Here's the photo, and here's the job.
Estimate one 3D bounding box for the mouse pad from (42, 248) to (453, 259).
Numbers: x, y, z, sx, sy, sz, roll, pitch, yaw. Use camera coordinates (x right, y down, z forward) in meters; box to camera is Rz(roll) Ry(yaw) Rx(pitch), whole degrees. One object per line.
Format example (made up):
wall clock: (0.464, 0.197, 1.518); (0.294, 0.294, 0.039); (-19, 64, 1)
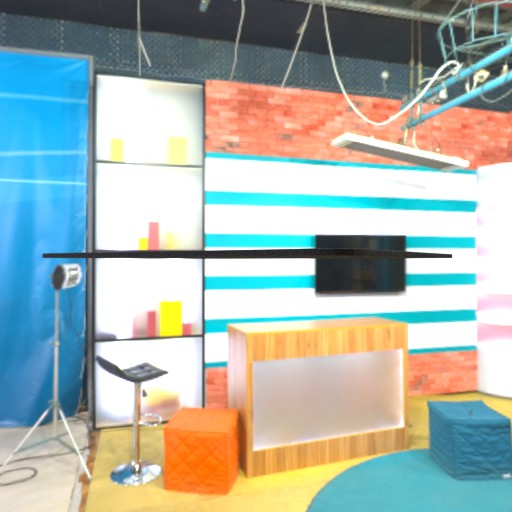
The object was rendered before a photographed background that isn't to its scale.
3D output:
mouse pad: (0.000, 0.000, 0.317); (0.229, 0.003, 0.203); (0, -1, 35)
